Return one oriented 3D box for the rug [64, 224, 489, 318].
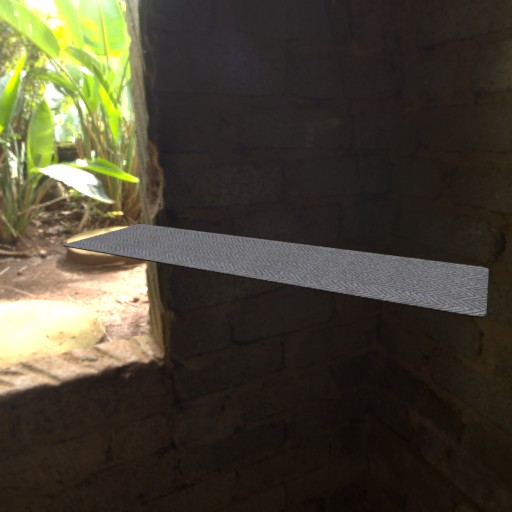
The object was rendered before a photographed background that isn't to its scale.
[{"bbox_3d":[0.000,0.000,2.448,2.286,0.008,0.686,8,18,26],"label":"rug"}]
